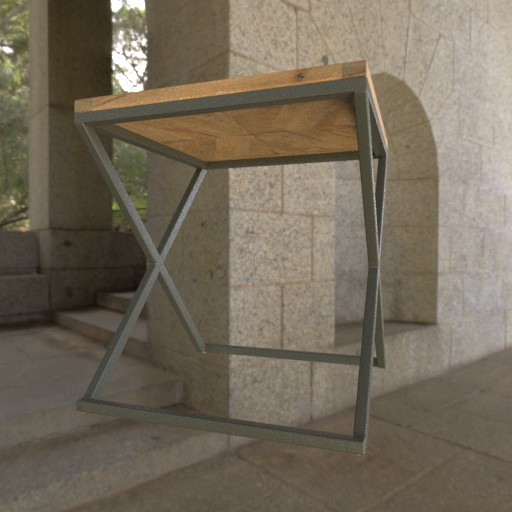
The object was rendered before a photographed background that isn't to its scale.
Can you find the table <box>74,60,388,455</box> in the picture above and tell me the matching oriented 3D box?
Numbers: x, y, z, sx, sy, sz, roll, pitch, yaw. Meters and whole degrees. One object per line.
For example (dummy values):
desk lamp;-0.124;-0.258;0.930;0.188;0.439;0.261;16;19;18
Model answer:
table;0.000;0.000;0.925;0.499;0.550;0.498;0;1;20
